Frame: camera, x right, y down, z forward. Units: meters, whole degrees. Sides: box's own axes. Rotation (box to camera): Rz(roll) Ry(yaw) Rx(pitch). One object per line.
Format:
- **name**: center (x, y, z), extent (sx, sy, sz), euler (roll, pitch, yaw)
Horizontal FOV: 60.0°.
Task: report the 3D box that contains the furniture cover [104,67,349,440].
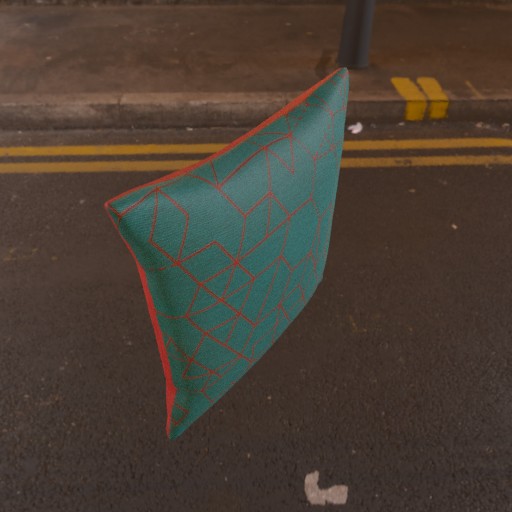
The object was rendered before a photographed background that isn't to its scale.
- **furniture cover**: center (0.000, 0.000, 0.774), extent (0.158, 0.508, 0.517), euler (26, 48, 26)
